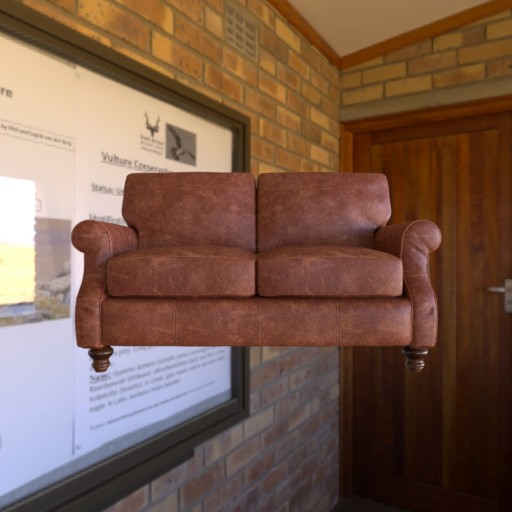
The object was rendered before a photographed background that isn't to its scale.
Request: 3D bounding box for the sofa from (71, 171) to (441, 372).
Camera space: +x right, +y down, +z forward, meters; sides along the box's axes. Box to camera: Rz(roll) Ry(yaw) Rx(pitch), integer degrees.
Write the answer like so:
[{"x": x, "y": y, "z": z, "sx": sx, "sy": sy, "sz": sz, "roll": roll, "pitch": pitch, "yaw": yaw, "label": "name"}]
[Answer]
[{"x": 0.000, "y": 0.000, "z": 2.244, "sx": 1.616, "sy": 0.967, "sz": 0.990, "roll": 0, "pitch": 0, "yaw": 0, "label": "sofa"}]
